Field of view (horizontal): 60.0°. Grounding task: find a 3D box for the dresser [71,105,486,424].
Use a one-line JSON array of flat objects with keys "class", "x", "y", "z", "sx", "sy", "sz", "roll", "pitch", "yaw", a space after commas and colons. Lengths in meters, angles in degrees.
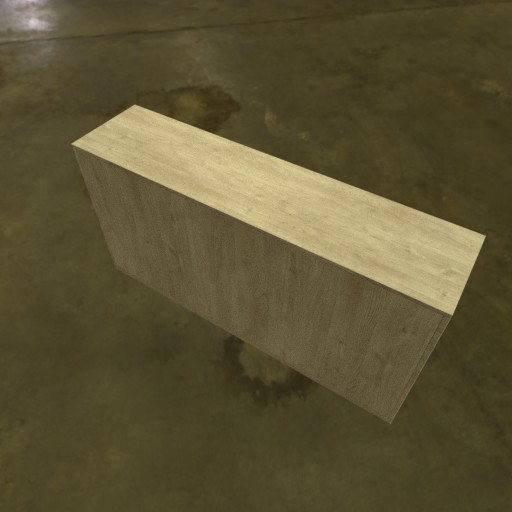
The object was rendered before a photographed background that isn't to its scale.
[{"class": "dresser", "x": 0.000, "y": 0.000, "z": 1.959, "sx": 1.590, "sy": 0.795, "sz": 0.390, "roll": 25, "pitch": 53, "yaw": 21}]
